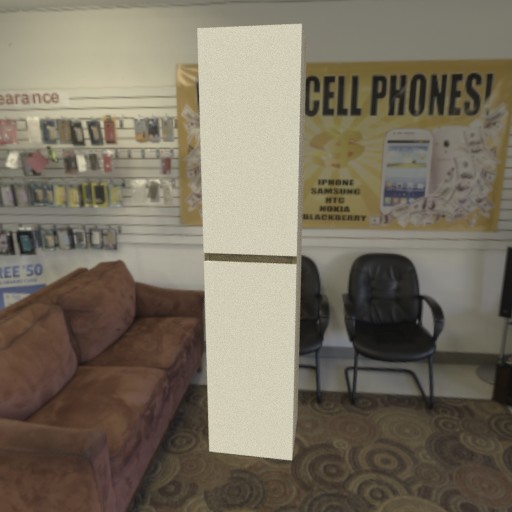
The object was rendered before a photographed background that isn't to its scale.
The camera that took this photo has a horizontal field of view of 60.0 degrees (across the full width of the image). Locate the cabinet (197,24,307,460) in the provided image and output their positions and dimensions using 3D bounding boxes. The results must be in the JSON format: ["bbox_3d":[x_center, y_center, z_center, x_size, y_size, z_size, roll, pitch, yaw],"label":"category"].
[{"bbox_3d":[0.000,0.000,1.544,0.300,1.400,0.270,2,14,9],"label":"cabinet"}]
